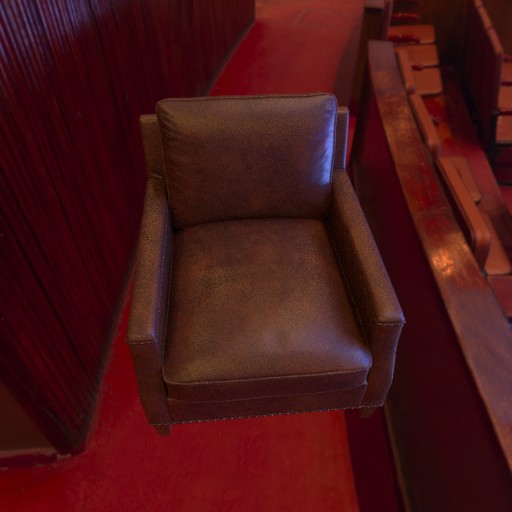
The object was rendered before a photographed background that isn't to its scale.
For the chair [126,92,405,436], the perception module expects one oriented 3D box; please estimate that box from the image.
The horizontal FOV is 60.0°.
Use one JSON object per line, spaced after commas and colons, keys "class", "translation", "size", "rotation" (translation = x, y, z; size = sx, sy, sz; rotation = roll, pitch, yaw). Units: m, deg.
{"class": "chair", "translation": [0.000, 0.000, 1.684], "size": [0.853, 0.929, 1.014], "rotation": [-4, 45, -4]}
